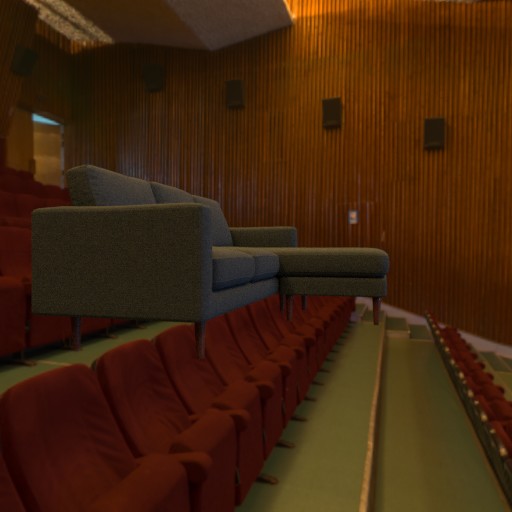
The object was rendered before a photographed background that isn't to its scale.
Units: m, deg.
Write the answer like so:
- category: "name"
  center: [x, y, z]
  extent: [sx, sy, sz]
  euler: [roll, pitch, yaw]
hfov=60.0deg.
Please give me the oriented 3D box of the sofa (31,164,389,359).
- category: "sofa"
  center: [0.000, 0.000, 2.887]
  extent: [1.667, 0.957, 2.055]
  euler: [0, 1, 17]
